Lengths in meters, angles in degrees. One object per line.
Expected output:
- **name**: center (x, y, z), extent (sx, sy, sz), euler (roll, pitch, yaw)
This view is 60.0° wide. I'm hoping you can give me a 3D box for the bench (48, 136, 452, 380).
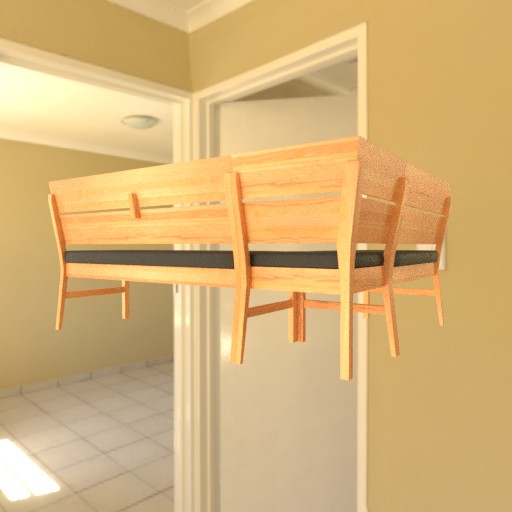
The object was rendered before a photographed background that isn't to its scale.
- **bench**: center (0.000, 0.000, 2.735), extent (1.948, 0.890, 1.548), euler (1, 2, 35)
